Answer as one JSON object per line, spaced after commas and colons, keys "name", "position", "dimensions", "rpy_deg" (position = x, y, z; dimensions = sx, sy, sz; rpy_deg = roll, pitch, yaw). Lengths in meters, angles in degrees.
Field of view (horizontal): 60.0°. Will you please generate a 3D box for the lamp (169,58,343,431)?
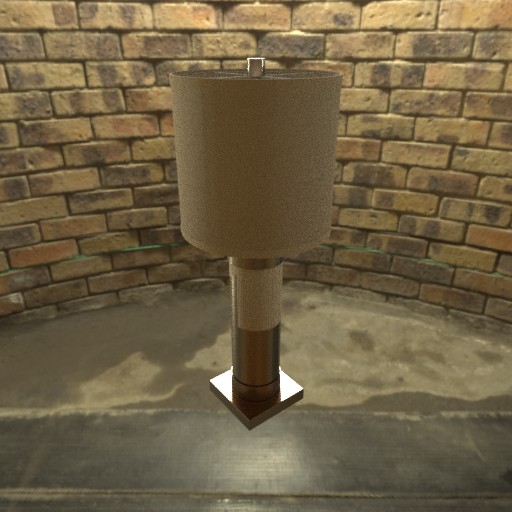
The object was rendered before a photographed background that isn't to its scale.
{"name": "lamp", "position": [0.000, 0.000, 0.625], "dimensions": [0.202, 0.509, 0.202], "rpy_deg": [-19, 31, -33]}
